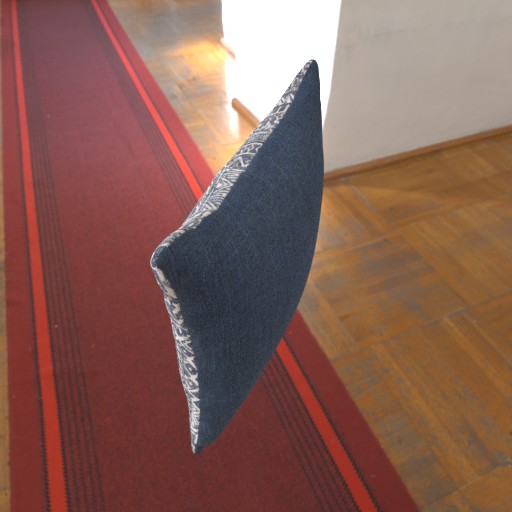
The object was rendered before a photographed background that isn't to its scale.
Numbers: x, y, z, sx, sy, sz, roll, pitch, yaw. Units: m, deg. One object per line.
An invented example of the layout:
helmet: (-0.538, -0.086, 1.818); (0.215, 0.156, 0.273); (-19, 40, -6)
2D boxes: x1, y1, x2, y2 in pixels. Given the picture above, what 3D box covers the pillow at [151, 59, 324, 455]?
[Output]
pillow: (0.000, 0.000, 0.773); (0.180, 0.487, 0.546); (16, 48, 15)
